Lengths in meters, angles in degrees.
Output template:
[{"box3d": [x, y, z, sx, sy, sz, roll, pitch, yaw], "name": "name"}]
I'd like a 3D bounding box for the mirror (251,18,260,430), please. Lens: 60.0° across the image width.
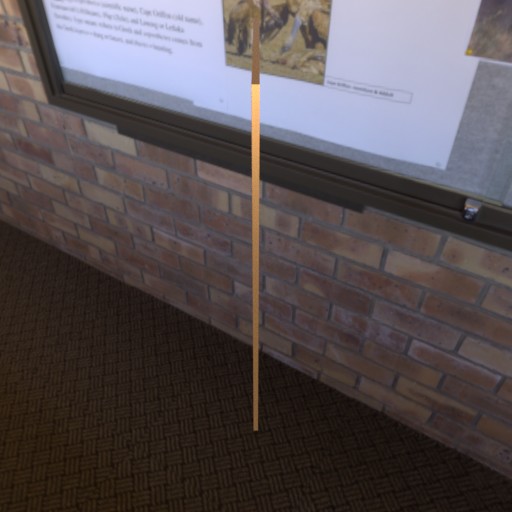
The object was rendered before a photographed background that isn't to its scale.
[{"box3d": [0.000, 0.000, 2.285, 0.025, 2.031, 0.812, 0, 40, 0], "name": "mirror"}]
